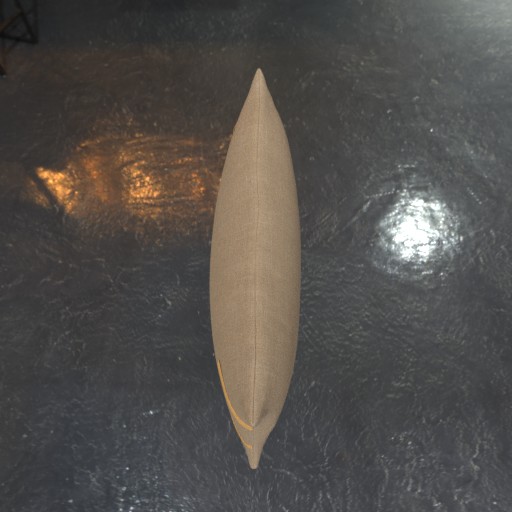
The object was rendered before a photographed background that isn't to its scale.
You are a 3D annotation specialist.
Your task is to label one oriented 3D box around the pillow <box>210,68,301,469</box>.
[{"bbox_3d":[0.000,0.000,0.742,0.148,0.308,0.612,1,58,0],"label":"pillow"}]
